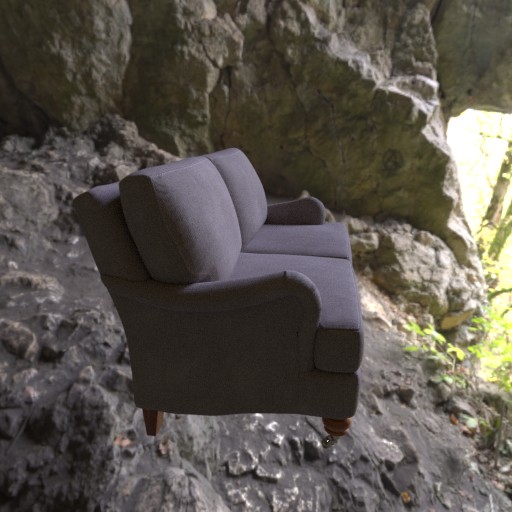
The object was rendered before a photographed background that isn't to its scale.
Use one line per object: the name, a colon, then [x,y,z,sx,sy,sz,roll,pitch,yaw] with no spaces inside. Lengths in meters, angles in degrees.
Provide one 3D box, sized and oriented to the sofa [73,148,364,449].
sofa: [0.000,0.000,2.479,1.084,1.101,1.853,3,17,9]
